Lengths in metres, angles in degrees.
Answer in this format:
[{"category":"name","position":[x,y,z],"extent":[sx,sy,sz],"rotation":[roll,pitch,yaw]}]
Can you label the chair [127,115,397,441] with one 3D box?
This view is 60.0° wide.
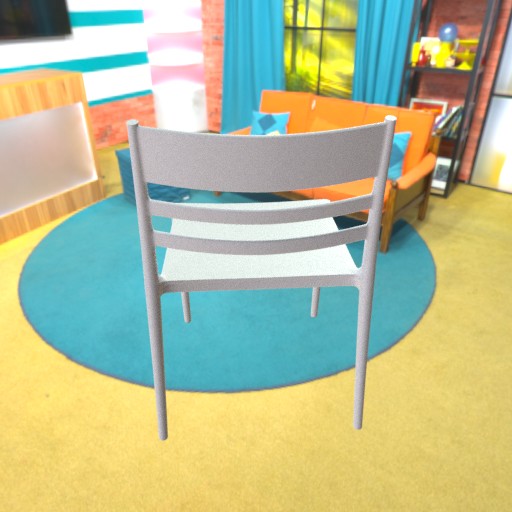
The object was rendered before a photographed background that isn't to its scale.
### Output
[{"category":"chair","position":[0.000,0.000,1.152],"extent":[0.531,0.800,0.511],"rotation":[-2,31,-3]}]
